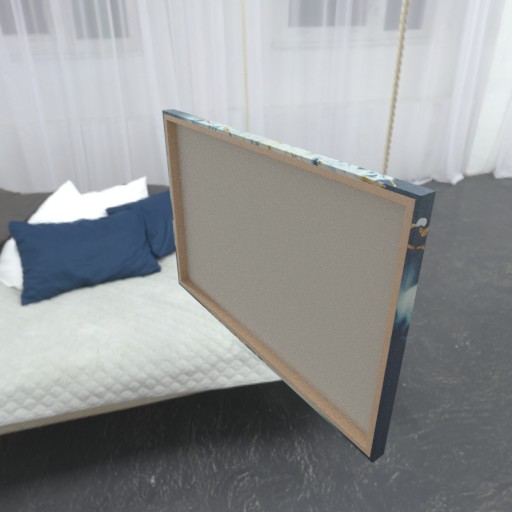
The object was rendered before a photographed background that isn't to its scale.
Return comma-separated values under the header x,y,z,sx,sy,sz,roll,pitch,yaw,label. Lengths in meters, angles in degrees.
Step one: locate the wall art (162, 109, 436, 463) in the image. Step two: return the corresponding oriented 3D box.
x,y,z,sx,sy,sz,roll,pitch,yaw,label
0.000,0.000,1.152,0.038,0.608,0.912,-19,33,-31,wall art
